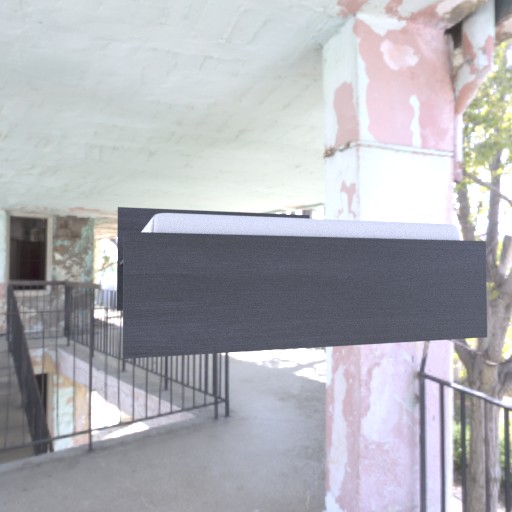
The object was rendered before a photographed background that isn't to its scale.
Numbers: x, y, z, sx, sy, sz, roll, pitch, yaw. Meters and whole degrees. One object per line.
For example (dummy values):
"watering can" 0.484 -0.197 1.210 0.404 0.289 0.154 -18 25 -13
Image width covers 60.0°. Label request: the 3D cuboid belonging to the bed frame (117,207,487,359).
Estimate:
"bed frame" 0.000 0.000 2.751 1.622 0.800 1.960 1 -2 -18
